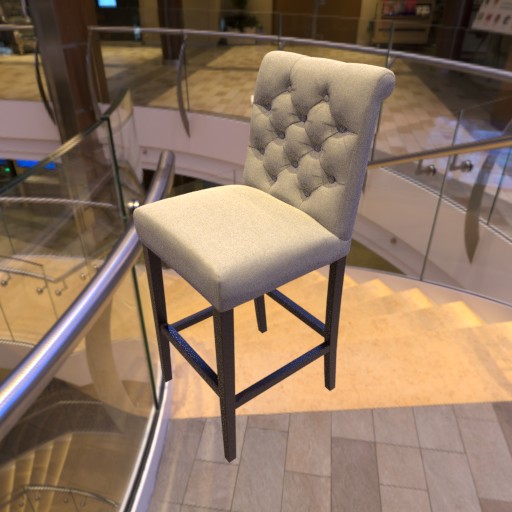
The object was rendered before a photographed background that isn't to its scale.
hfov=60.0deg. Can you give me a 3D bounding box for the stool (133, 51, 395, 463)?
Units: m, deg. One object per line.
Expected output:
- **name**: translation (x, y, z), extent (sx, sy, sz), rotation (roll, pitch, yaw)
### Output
- **stool**: translation (0.000, 0.000, 1.433), extent (0.601, 1.140, 0.493), rotation (-22, 38, -31)
